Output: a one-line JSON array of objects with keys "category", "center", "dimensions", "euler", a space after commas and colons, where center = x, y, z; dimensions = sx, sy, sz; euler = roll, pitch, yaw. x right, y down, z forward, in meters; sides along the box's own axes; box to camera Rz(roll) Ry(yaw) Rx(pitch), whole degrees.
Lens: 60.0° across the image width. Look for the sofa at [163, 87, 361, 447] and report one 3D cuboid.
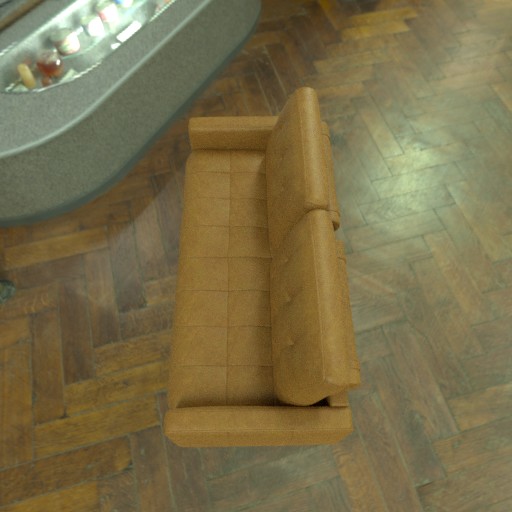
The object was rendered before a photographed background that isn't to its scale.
[{"category": "sofa", "center": [0.000, 0.000, 2.341], "dimensions": [0.850, 0.898, 1.821], "euler": [-1, 60, 0]}]
